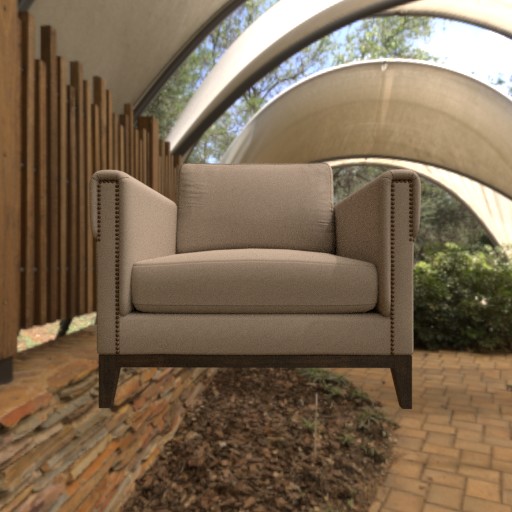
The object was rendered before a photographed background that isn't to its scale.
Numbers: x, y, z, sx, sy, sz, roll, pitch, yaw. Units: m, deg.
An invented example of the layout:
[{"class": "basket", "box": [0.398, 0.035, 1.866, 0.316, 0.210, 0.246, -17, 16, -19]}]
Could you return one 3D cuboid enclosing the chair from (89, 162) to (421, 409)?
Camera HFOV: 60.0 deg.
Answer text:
[{"class": "chair", "box": [0.000, 0.000, 1.682, 0.914, 0.838, 0.959, 0, 0, 1]}]
